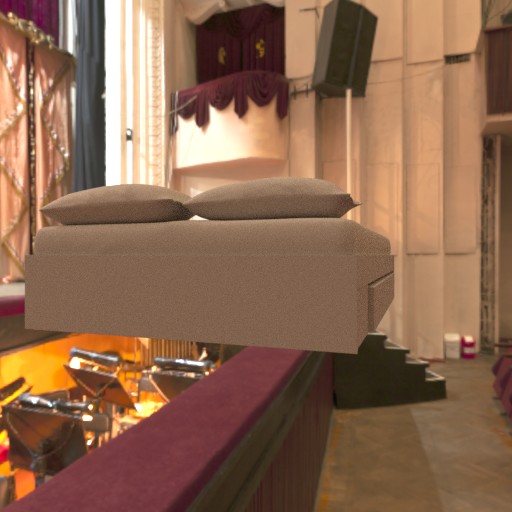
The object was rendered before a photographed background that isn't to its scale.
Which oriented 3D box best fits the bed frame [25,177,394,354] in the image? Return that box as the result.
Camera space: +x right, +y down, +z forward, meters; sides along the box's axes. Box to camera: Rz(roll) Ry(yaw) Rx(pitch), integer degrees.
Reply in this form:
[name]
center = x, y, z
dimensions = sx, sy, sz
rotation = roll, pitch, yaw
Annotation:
[bed frame]
center = 0.000, 0.000, 2.592
dimensions = 1.450, 0.629, 1.950
rotation = 0, 0, 20
